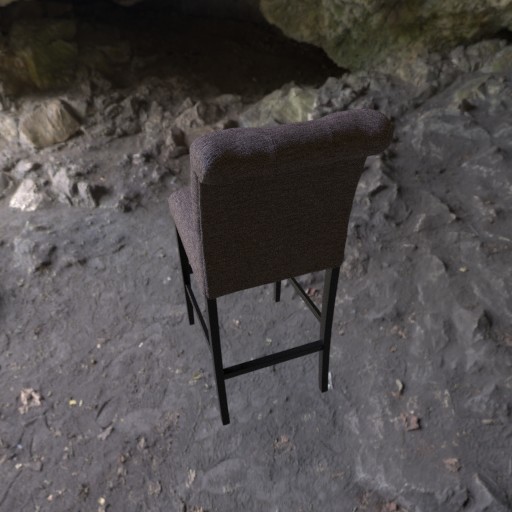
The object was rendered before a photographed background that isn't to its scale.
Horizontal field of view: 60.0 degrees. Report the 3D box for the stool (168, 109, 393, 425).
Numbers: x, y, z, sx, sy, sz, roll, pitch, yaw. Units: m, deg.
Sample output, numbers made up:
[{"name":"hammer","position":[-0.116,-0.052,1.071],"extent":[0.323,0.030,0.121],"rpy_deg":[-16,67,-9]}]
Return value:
[{"name":"stool","position":[0.000,0.000,1.466],"extent":[0.452,1.131,0.613],"rpy_deg":[-13,43,-15]}]
